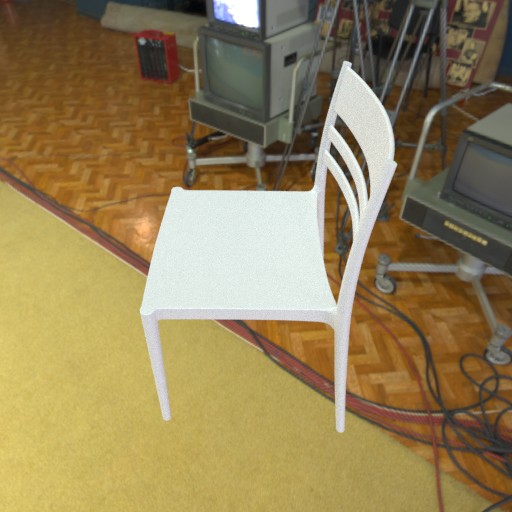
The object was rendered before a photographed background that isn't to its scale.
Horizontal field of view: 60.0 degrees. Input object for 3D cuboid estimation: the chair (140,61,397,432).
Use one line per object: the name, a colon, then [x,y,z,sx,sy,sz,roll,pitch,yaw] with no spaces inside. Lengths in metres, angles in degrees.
chair: [0.000,0.000,1.121,0.511,0.800,0.531,0,42,0]
